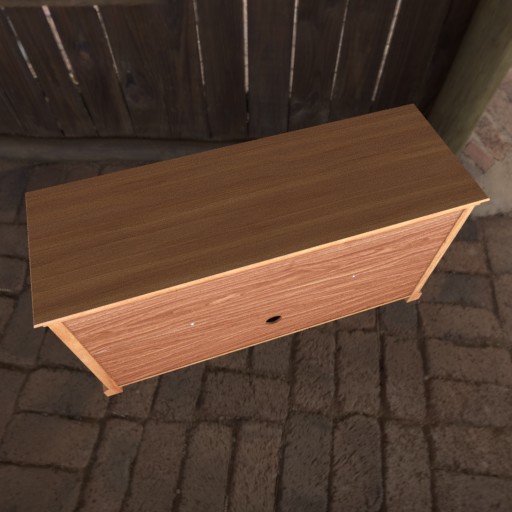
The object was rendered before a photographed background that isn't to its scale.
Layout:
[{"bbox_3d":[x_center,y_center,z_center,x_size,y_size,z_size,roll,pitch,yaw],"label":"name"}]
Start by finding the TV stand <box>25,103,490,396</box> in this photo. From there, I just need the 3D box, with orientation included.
[{"bbox_3d":[0.000,0.000,1.441,1.181,0.607,0.417,-15,59,-10],"label":"TV stand"}]
